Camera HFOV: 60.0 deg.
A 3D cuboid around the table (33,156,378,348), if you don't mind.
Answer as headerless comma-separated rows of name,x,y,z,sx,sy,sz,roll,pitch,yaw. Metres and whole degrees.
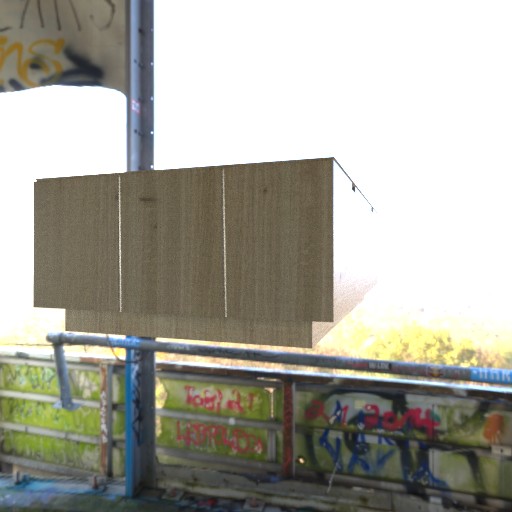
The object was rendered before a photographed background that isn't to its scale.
table,0.000,0.000,1.413,0.678,0.353,1.110,0,0,19
